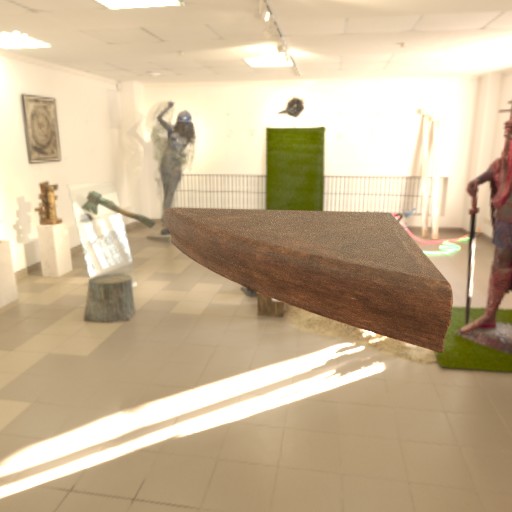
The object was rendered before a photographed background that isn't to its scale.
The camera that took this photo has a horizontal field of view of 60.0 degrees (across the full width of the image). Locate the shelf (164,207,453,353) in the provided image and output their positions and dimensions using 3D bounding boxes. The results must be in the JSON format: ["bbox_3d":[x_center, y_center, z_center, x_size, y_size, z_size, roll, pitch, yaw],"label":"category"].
[{"bbox_3d":[0.000,0.000,0.462,0.310,0.050,0.310,2,15,9],"label":"shelf"}]
